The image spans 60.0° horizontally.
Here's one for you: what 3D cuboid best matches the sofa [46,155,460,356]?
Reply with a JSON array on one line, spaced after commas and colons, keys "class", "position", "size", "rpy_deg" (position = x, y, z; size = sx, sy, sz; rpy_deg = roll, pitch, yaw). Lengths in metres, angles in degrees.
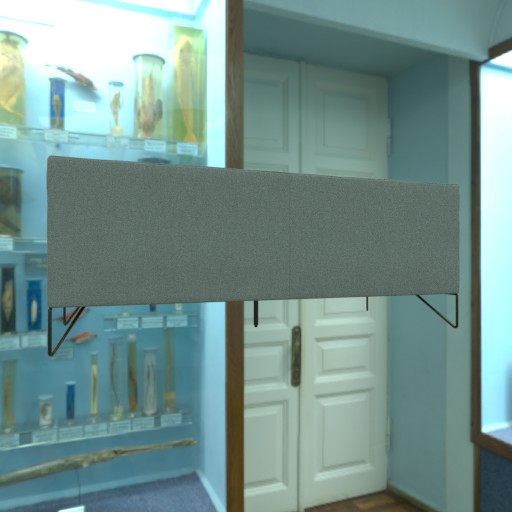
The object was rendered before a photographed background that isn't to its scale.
[{"class": "sofa", "position": [0.000, 0.000, 2.491], "size": [2.079, 0.798, 0.912], "rpy_deg": [0, 0, -20]}]
